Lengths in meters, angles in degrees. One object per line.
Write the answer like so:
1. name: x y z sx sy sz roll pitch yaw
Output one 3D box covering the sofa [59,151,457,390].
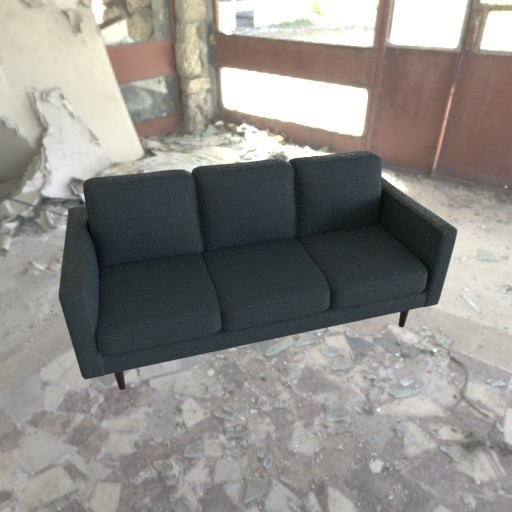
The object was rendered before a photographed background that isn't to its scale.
1. sofa: 0.000 0.000 2.588 2.013 0.945 0.935 -9 33 -14
